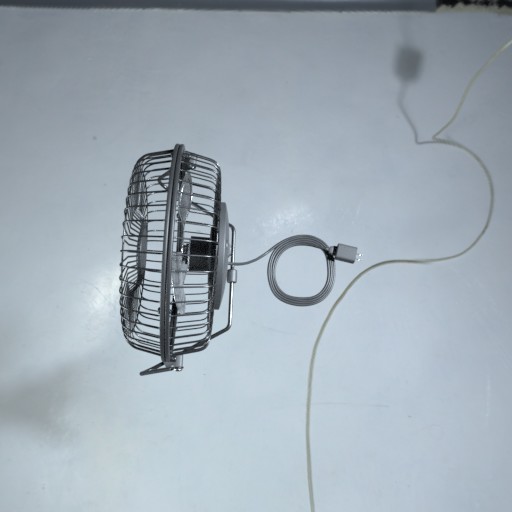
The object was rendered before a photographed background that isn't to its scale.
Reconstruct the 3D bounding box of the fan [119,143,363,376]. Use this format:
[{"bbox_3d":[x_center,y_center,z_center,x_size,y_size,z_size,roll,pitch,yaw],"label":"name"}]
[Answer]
[{"bbox_3d":[0.000,0.000,0.385,0.227,0.188,0.209,2,75,0],"label":"fan"}]
